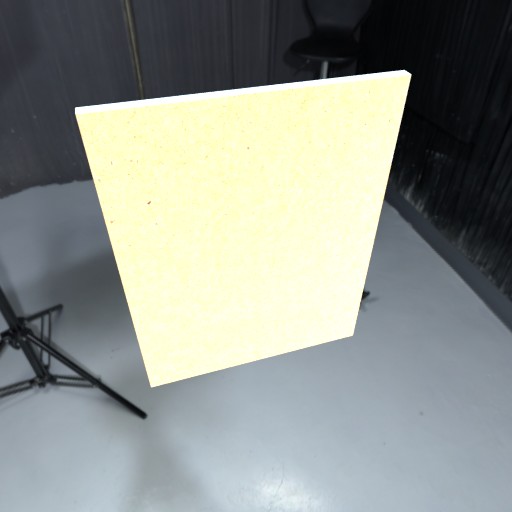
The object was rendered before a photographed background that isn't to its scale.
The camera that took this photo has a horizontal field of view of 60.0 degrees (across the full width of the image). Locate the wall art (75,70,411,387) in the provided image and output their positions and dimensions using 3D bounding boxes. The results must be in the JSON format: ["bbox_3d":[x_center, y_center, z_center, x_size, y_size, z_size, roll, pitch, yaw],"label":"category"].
[{"bbox_3d":[0.000,0.000,0.819,0.481,0.613,0.020,-11,42,-13],"label":"wall art"}]
